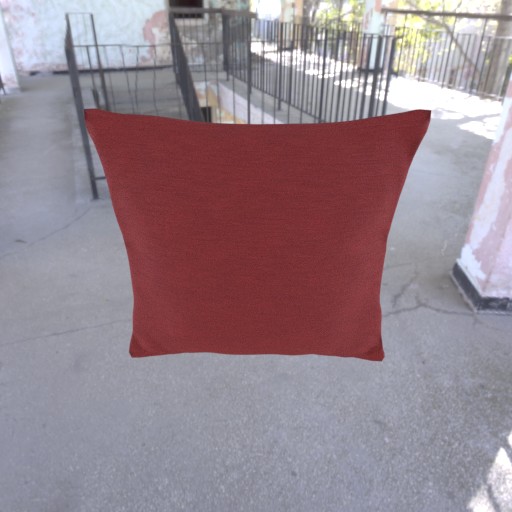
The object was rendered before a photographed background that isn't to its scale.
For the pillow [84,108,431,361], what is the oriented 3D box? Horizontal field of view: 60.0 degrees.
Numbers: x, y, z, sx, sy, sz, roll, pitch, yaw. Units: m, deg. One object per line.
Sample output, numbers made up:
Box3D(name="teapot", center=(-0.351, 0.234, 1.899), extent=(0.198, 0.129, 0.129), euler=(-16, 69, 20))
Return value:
Box3D(name="pillow", center=(0.000, 0.000, 0.646), extent=(0.435, 0.416, 0.151), euler=(1, 30, 1))
